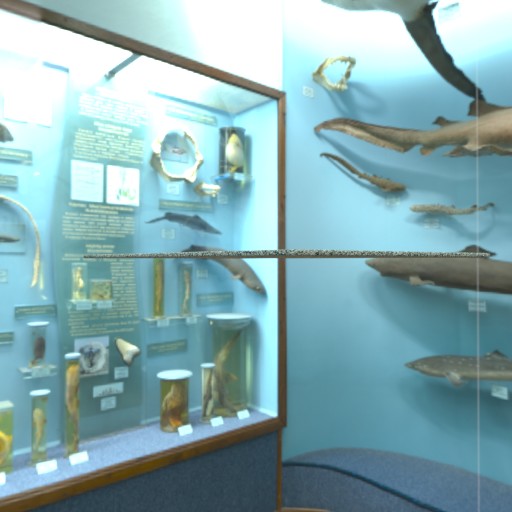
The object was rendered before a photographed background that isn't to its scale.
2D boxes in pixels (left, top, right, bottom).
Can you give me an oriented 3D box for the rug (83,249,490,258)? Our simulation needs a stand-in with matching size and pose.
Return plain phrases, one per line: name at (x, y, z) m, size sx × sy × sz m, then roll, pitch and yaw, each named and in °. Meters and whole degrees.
rug at (0.000, 0.000, 3.436) m, size 1.778 × 0.030 × 2.743 m, roll 0°, pitch -1°, yaw -38°
